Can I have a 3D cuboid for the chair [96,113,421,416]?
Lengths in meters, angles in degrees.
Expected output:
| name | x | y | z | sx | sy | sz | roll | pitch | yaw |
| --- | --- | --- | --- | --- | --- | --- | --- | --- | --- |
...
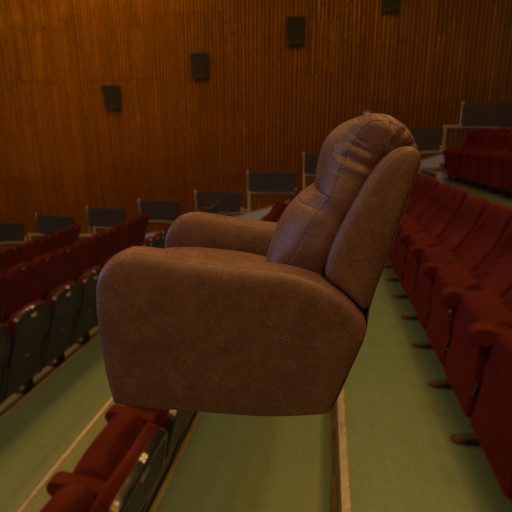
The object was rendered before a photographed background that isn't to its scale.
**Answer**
| name | x | y | z | sx | sy | sz | roll | pitch | yaw |
| --- | --- | --- | --- | --- | --- | --- | --- | --- | --- |
| chair | 0.000 | 0.000 | 1.779 | 1.067 | 1.067 | 0.865 | 2 | 16 | 8 |
